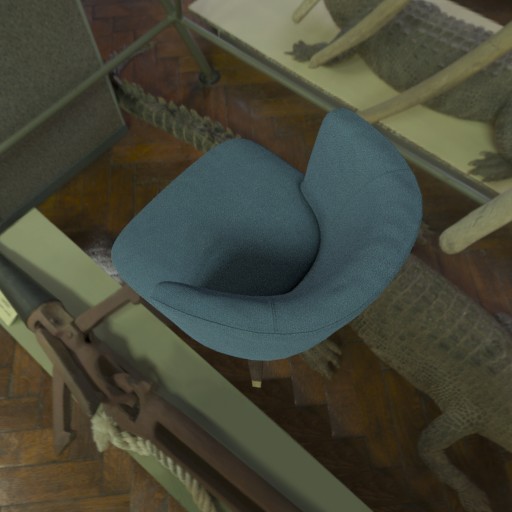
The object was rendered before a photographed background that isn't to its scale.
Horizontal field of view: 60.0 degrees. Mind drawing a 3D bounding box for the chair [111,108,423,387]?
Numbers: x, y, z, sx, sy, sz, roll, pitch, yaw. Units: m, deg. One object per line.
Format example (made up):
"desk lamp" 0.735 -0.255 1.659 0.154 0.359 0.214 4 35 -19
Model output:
"chair" 0.000 0.000 1.290 0.702 0.760 0.661 37 69 16
